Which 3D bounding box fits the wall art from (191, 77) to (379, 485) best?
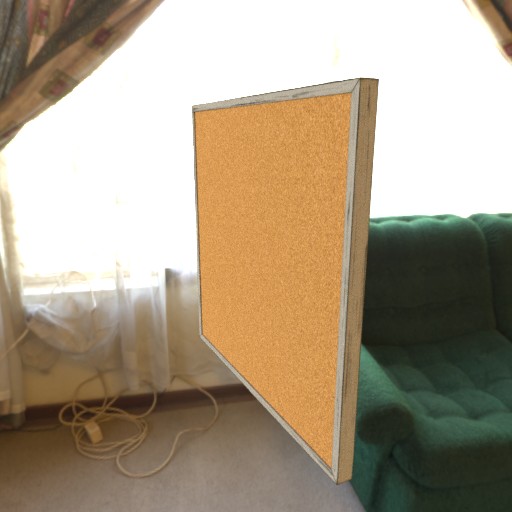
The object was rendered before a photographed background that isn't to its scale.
[{"bbox_3d":[0.000,0.000,1.116,0.037,0.761,0.761,-8,17,-27],"label":"wall art"}]
